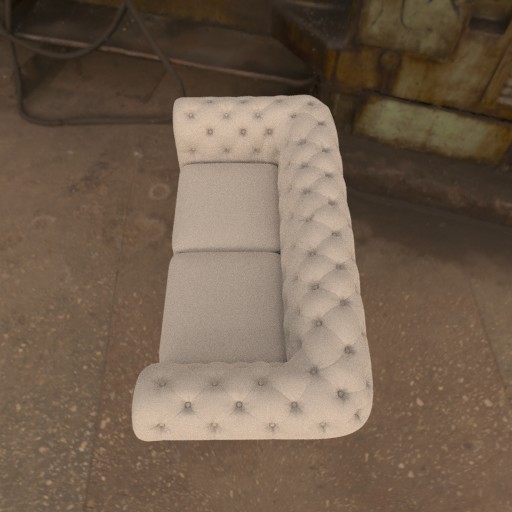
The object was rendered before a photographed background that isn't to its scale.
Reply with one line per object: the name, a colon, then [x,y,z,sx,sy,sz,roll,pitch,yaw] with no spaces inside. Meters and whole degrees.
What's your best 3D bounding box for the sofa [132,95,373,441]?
sofa: [0.000,0.000,2.477,0.986,0.764,1.998,0,58,0]
